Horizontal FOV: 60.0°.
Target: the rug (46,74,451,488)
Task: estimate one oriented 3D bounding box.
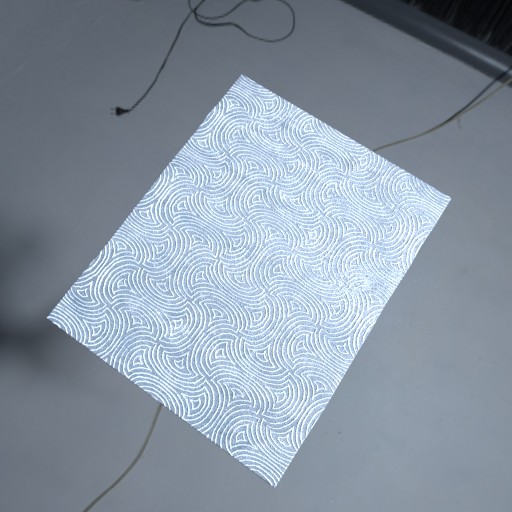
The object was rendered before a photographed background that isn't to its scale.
[{"bbox_3d":[0.000,0.000,4.085,2.456,0.021,3.042,33,78,8],"label":"rug"}]
